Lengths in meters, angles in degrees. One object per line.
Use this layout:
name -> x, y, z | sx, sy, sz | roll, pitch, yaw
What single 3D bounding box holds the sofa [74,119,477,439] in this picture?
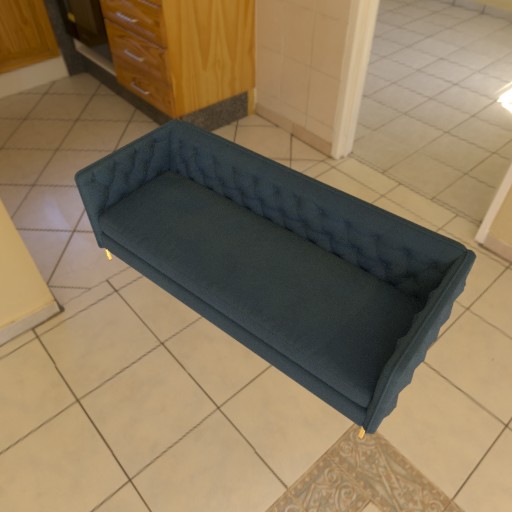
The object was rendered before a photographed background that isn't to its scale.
sofa -> 0.000, 0.000, 2.718 | 2.209, 0.771, 0.895 | 30, 53, 26
